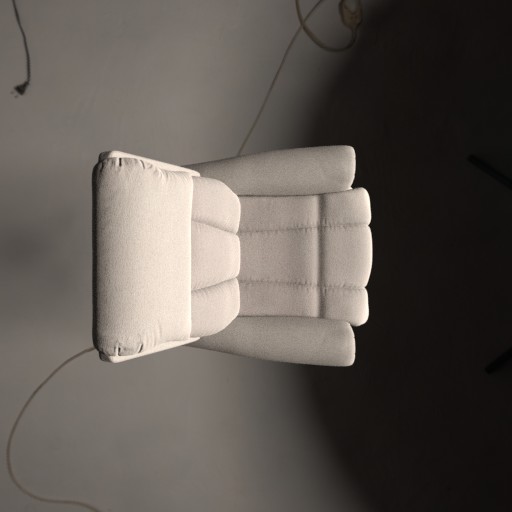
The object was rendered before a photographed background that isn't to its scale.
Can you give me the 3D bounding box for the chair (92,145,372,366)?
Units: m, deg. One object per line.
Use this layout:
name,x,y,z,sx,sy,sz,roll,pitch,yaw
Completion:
chair,0.000,0.000,1.773,0.979,1.031,0.871,0,90,2
